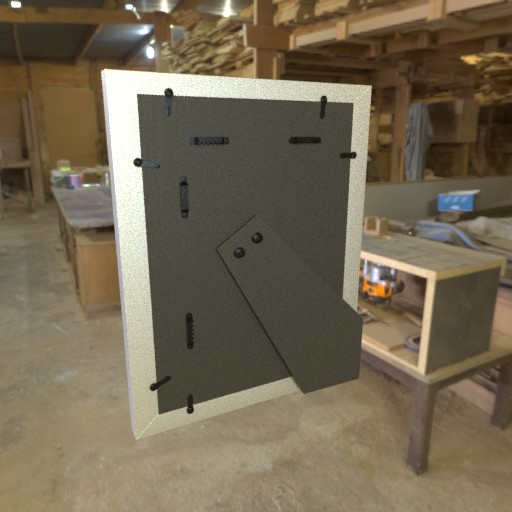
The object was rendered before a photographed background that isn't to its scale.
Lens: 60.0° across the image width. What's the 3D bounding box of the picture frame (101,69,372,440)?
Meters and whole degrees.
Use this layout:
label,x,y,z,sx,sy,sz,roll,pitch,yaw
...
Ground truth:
label,x,y,z,sx,sy,sz,roll,pitch,yaw
picture frame,0.000,0.000,0.517,0.307,0.386,0.036,-8,17,-26
